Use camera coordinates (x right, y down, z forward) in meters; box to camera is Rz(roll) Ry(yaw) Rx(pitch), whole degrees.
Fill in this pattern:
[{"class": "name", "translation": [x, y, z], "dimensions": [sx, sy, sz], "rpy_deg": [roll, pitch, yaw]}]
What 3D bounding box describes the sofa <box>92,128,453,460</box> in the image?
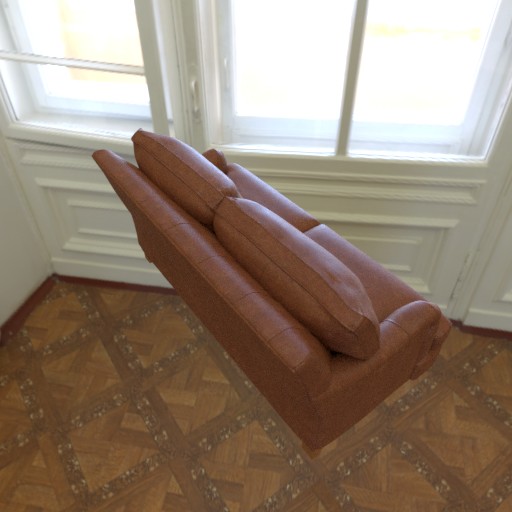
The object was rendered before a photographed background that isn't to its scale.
[{"class": "sofa", "translation": [0.000, 0.000, 2.760], "dimensions": [1.147, 1.071, 2.144], "rpy_deg": [-26, 47, -26]}]
